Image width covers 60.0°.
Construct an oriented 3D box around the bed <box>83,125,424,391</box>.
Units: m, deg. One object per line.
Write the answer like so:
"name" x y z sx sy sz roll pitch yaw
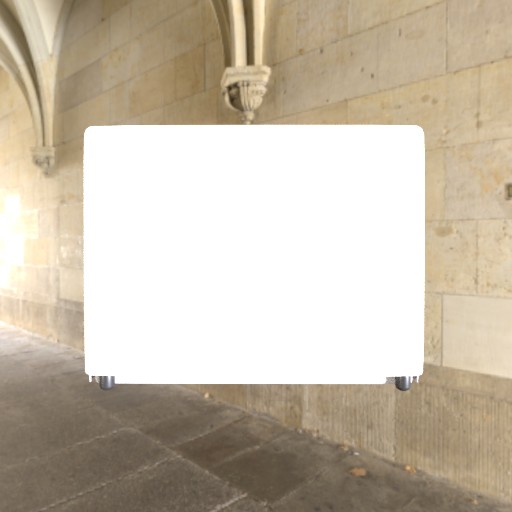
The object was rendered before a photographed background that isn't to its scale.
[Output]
"bed" 0.000 0.000 3.231 1.748 1.330 2.142 0 1 0
